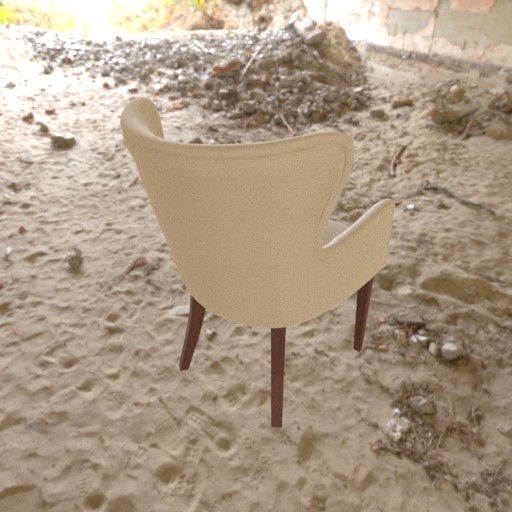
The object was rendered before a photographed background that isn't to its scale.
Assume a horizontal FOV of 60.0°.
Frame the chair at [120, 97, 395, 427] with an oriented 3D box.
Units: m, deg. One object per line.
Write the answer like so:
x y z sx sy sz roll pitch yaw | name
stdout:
0.000 0.000 1.477 0.696 0.990 0.744 21 37 31 | chair
